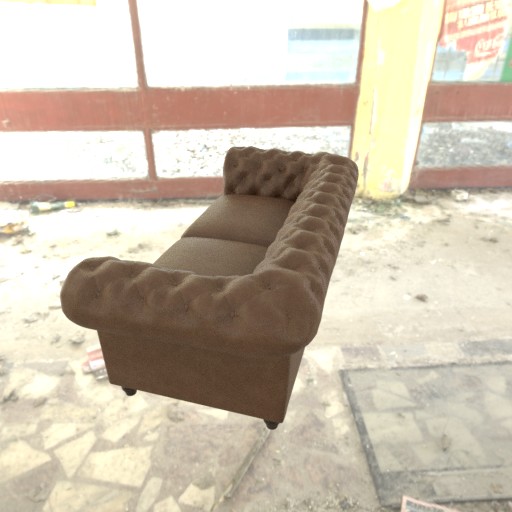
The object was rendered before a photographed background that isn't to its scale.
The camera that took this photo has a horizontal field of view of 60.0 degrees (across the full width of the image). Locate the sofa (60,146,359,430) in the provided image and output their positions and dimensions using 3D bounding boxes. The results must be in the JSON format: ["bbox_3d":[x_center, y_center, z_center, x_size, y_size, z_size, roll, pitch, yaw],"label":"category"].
[{"bbox_3d":[0.000,0.000,2.493,0.955,0.784,2.048,8,29,14],"label":"sofa"}]
